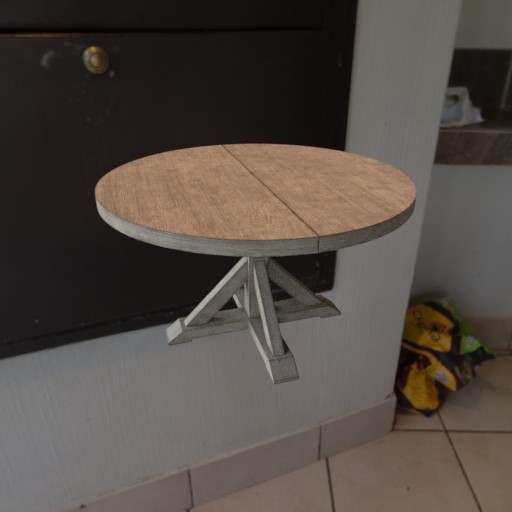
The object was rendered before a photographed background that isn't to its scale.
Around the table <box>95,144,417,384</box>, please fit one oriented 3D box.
[{"bbox_3d":[0.000,0.000,2.138,1.363,0.781,1.363,0,26,0],"label":"table"}]
